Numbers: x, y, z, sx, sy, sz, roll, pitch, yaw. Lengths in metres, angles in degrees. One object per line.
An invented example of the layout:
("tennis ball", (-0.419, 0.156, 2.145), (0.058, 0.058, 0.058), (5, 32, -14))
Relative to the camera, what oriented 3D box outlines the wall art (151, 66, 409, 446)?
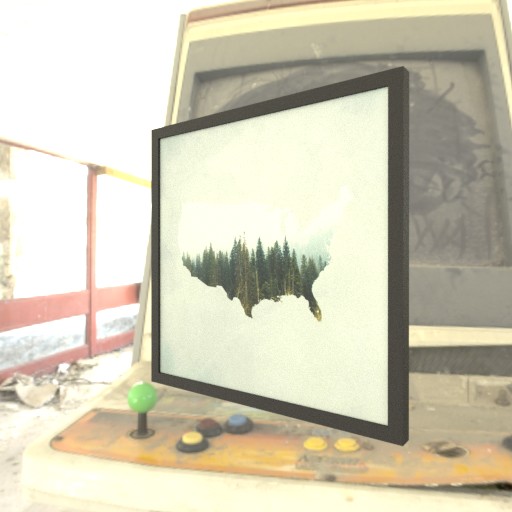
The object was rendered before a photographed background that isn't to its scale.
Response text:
("wall art", (0.000, 0.000, 1.131), (0.763, 0.763, 0.038), (0, 0, 37))
